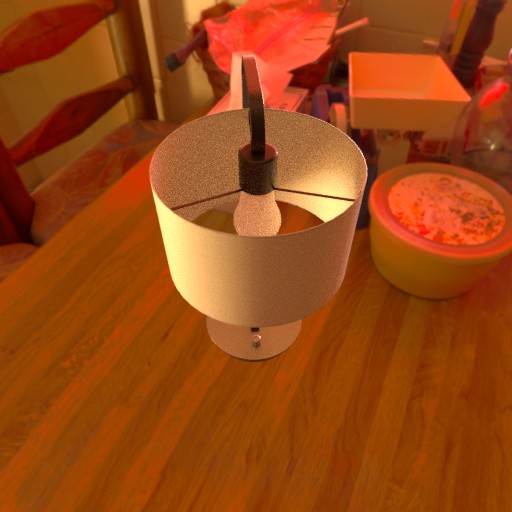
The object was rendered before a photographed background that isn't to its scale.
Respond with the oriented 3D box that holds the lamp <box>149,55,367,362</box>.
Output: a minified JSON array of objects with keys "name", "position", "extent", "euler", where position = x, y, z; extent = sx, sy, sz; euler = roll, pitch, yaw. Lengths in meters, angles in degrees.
[{"name":"lamp","position":[0.000,0.000,0.624],"extent":[0.230,0.473,0.288],"euler":[-3,47,-3]}]
